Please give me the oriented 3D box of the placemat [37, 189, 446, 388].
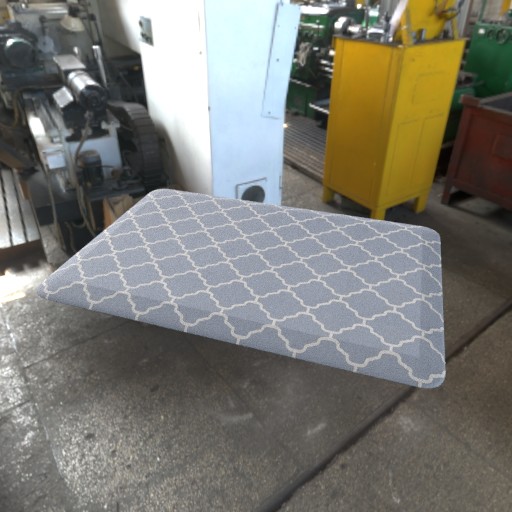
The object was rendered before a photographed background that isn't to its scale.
[{"bbox_3d":[0.000,0.000,0.956,0.762,0.021,0.508,10,35,15],"label":"placemat"}]
